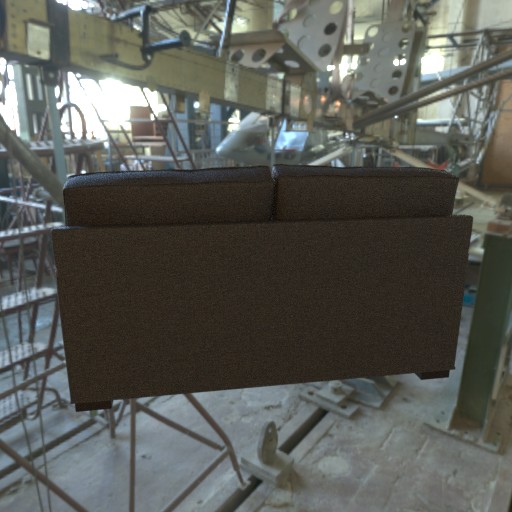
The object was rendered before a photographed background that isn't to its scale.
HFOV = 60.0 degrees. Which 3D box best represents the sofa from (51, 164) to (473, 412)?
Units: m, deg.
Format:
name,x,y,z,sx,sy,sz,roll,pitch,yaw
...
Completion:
name,x,y,z,sx,sy,sz,roll,pitch,yaw
sofa,0.000,0.000,2.086,1.534,0.887,0.974,-2,15,-9
